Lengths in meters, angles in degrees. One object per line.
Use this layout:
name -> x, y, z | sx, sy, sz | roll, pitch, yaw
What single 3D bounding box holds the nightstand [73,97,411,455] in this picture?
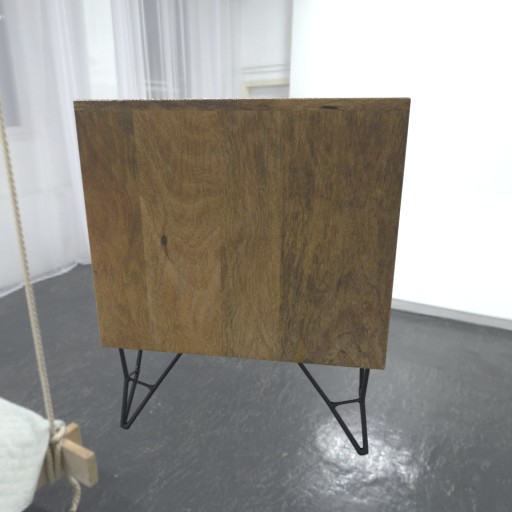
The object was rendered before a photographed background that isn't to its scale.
nightstand -> 0.000, 0.000, 0.860 | 0.457, 0.559, 0.406 | 3, 17, 9
